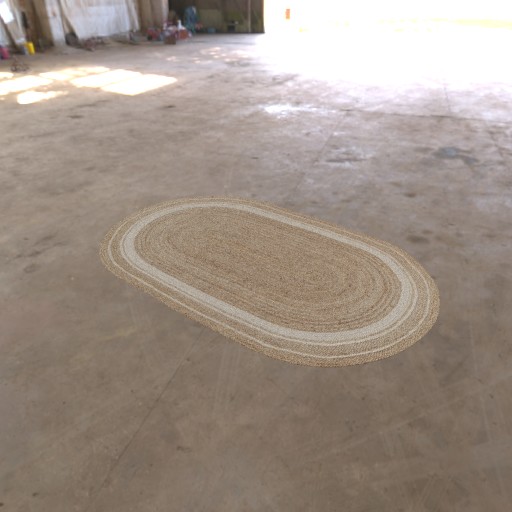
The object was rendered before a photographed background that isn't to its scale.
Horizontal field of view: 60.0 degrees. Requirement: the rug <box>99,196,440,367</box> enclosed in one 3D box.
[{"bbox_3d":[0.000,0.000,3.048,2.432,0.006,1.520,22,37,32],"label":"rug"}]
